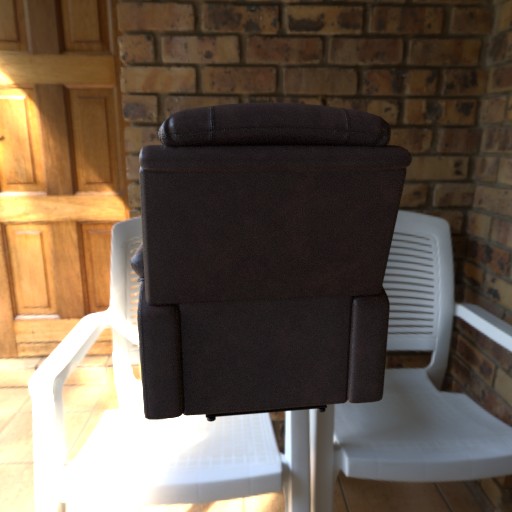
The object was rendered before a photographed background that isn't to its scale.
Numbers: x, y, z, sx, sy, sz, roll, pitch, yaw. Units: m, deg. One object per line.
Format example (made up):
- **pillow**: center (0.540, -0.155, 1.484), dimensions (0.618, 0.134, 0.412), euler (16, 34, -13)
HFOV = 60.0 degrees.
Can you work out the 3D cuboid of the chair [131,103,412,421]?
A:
- **chair**: center (0.000, 0.000, 1.614), dimensions (0.855, 0.992, 0.919), euler (-2, 14, -8)
